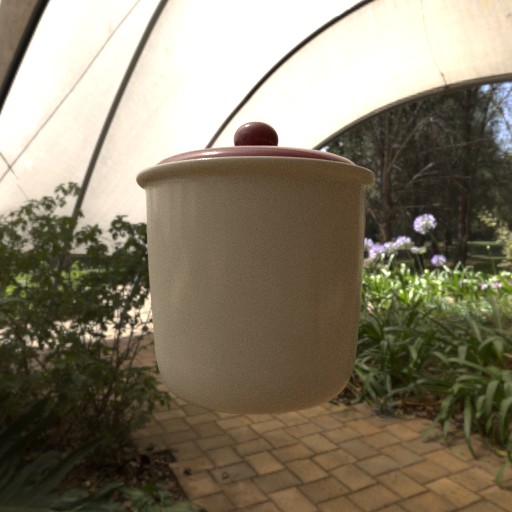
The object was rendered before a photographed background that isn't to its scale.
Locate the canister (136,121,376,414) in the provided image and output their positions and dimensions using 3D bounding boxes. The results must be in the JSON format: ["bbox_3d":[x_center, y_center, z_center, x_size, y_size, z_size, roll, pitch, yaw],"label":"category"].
[{"bbox_3d":[0.000,0.000,0.348,0.182,0.208,0.182,0,1,0],"label":"canister"}]
